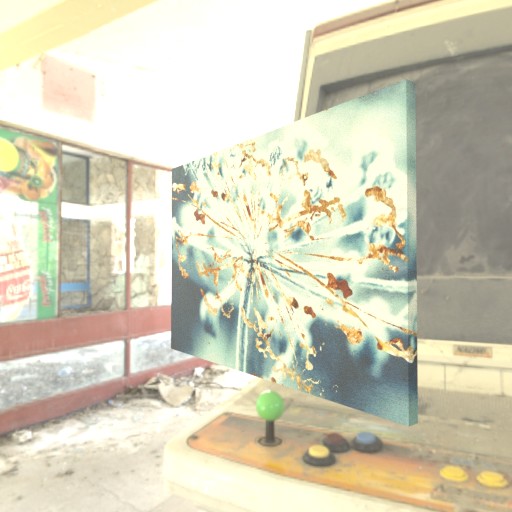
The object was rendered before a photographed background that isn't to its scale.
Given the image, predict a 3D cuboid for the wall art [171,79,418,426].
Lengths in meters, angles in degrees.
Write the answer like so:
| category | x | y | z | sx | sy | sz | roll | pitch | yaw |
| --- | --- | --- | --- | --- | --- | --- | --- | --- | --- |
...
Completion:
| category | x | y | z | sx | sy | sz | roll | pitch | yaw |
| --- | --- | --- | --- | --- | --- | --- | --- | --- | --- |
| wall art | 0.000 | 0.000 | 1.431 | 0.035 | 0.759 | 1.138 | 1 | -2 | -37 |
